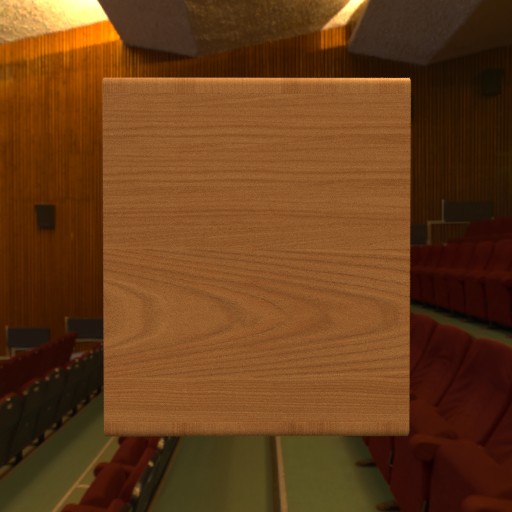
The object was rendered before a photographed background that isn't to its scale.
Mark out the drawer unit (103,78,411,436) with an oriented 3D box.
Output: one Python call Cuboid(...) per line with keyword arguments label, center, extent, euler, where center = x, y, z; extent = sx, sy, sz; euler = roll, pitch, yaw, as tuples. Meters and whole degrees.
Cuboid(label="drawer unit", center=(0.000, 0.000, 0.591), extent=(0.290, 0.344, 0.344), euler=(0, 1, 0))
